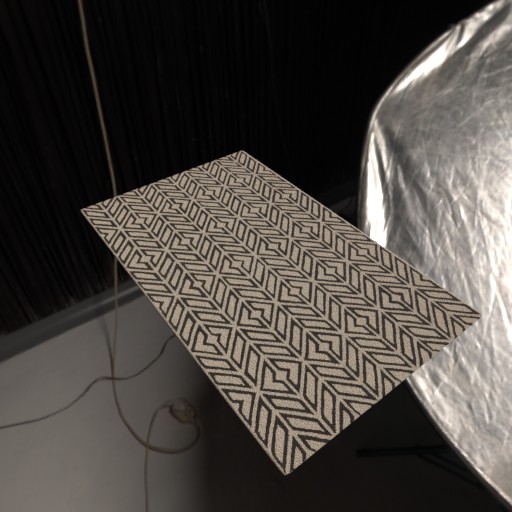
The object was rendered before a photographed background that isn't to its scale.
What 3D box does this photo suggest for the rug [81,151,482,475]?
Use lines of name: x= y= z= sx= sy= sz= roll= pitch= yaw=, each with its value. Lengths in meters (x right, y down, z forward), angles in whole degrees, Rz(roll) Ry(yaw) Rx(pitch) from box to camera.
rug: x=0.000 y=0.000 z=2.991 sx=1.523 sy=0.008 sz=2.438 roll=-27 pitch=49 yaw=-26
